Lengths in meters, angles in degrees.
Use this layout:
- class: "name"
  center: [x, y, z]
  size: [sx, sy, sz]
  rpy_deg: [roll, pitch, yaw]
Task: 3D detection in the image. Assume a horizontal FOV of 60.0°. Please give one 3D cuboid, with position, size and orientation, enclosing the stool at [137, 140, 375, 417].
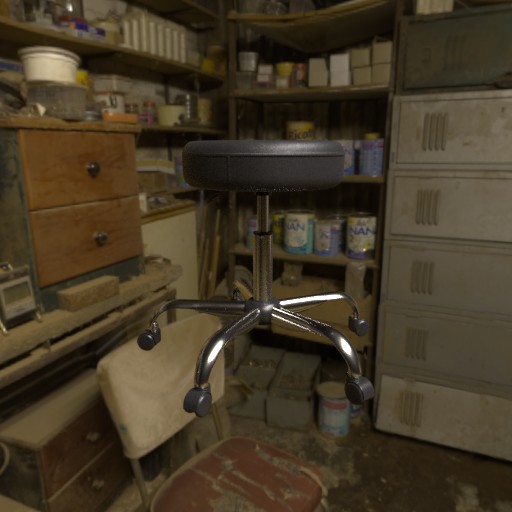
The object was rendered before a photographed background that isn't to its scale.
- class: "stool"
  center: [0.000, 0.000, 1.147]
  size: [0.673, 0.576, 0.638]
  rpy_deg: [6, 15, 25]
